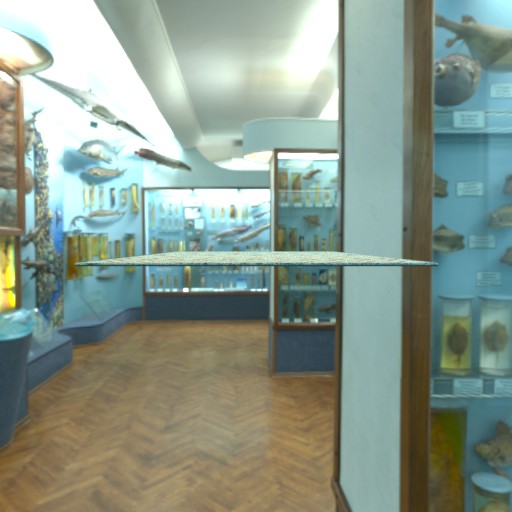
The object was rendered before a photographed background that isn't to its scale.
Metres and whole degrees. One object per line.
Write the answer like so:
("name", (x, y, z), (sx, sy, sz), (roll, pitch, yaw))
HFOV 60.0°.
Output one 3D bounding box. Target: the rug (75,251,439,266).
("rug", (0.000, 0.000, 3.065), (1.524, 0.015, 2.438), (0, 2, 0))
